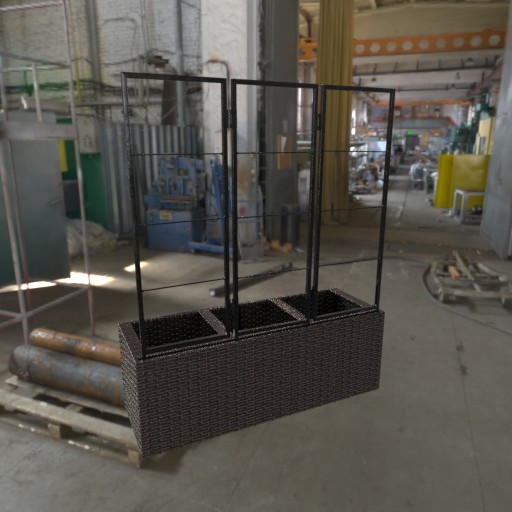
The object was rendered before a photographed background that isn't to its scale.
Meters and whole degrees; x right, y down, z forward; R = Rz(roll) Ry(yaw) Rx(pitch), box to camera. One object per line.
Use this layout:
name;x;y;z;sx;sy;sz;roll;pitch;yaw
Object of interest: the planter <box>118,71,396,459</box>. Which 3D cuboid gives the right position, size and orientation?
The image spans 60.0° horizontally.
planter;0.000;0.000;1.170;0.699;0.841;0.244;-7;16;-25
